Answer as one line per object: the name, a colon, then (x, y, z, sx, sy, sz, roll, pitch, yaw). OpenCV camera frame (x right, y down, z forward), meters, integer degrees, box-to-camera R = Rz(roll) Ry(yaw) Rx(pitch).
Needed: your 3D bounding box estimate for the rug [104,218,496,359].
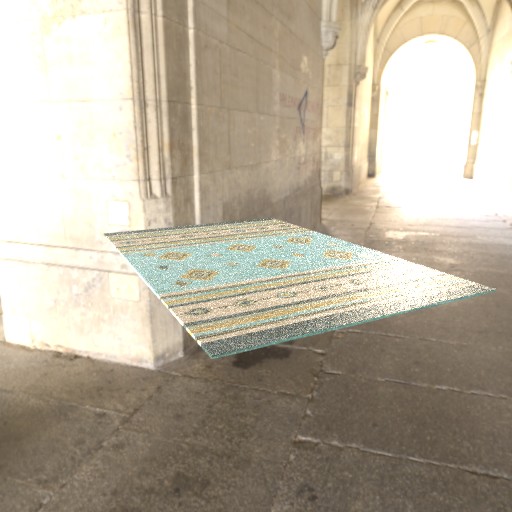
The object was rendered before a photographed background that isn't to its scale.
rug: (0.000, 0.000, 2.267, 1.212, 0.010, 1.811, -8, 17, -26)
